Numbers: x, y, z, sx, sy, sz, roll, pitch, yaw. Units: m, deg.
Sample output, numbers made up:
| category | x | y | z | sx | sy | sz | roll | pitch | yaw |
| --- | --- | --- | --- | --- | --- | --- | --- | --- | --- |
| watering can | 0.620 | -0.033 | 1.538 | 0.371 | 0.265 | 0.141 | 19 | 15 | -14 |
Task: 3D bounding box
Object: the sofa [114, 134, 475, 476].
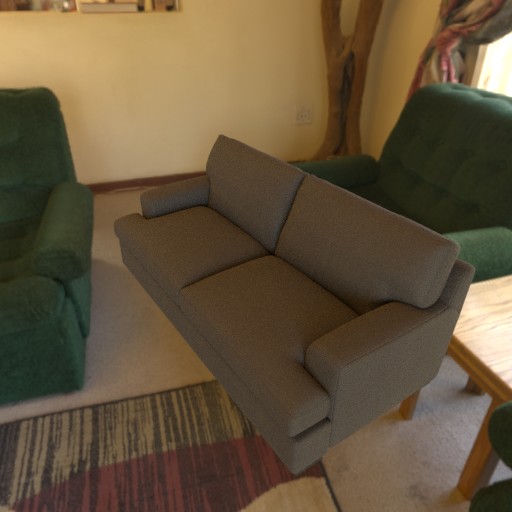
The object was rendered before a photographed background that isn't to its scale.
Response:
| category | x | y | z | sx | sy | sz | roll | pitch | yaw |
| --- | --- | --- | --- | --- | --- | --- | --- | --- | --- |
| sofa | 0.000 | 0.000 | 2.820 | 1.140 | 0.950 | 2.271 | -20 | 37 | -29 |
